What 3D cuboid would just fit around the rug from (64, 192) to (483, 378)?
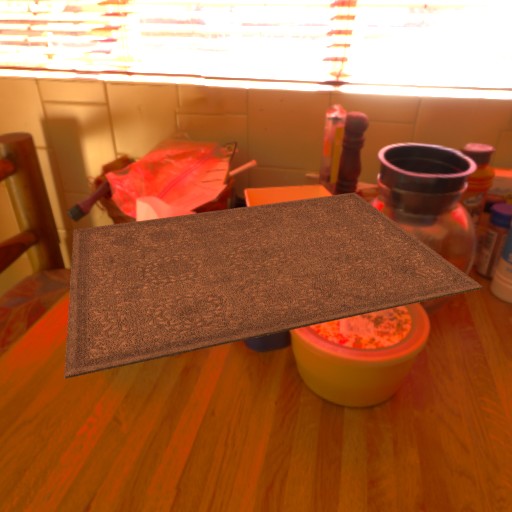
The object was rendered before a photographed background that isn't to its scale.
[{"bbox_3d":[0.000,0.000,2.310,1.819,0.012,1.208,-9,32,-16],"label":"rug"}]
